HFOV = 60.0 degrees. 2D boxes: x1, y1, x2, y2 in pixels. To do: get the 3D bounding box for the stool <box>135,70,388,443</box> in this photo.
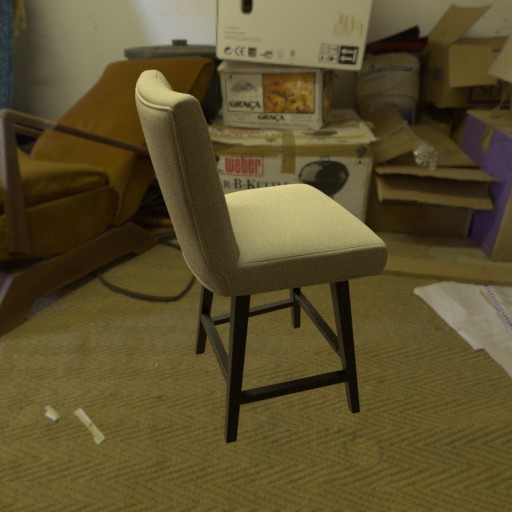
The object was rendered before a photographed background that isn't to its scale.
[{"bbox_3d":[0.000,0.000,1.322,0.574,1.000,0.514,-10,30,-17],"label":"stool"}]
